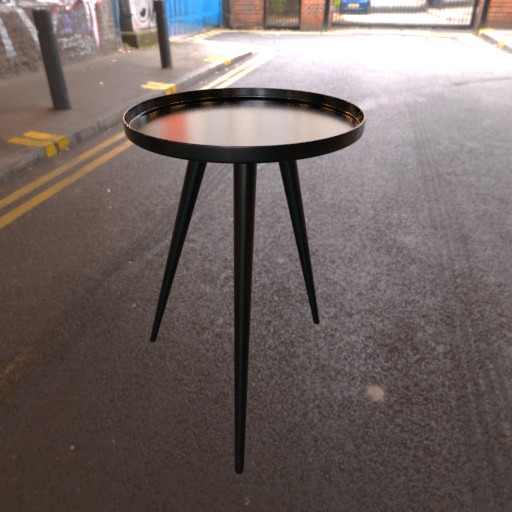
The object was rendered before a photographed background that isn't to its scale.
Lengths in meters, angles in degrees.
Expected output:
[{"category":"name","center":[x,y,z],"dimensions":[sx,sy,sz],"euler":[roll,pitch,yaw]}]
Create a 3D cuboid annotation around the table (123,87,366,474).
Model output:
[{"category":"table","center":[0.000,0.000,0.844],"dimensions":[0.415,0.548,0.403],"euler":[-21,37,-30]}]
